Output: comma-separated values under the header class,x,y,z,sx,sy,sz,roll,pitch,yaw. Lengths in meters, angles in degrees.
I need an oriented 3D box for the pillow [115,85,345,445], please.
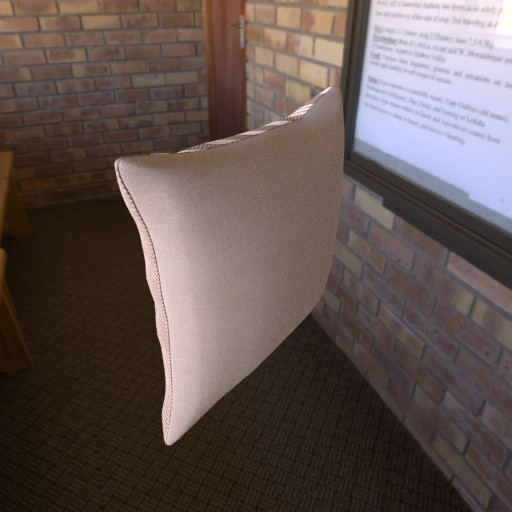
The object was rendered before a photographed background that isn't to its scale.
class,x,y,z,sx,sy,sz,roll,pitch,yaw
pillow,0.000,0.000,0.629,0.173,0.401,0.416,21,37,30
